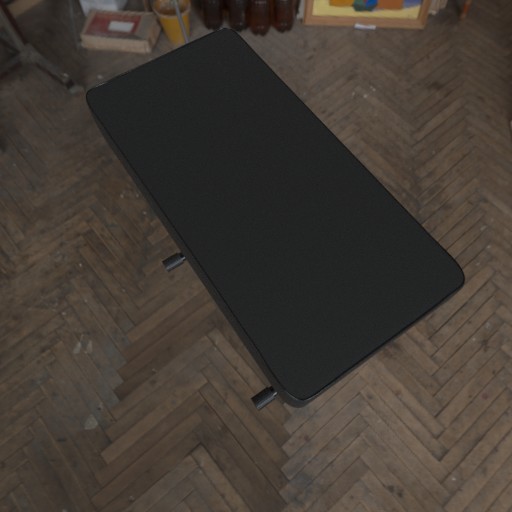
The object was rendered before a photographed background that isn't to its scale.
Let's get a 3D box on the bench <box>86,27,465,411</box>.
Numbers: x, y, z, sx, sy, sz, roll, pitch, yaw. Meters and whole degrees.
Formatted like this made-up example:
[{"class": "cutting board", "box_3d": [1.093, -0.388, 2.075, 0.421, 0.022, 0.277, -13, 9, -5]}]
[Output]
[{"class": "bench", "box_3d": [0.000, 0.000, 0.911, 0.300, 0.561, 0.600, -32, 69, -14]}]
